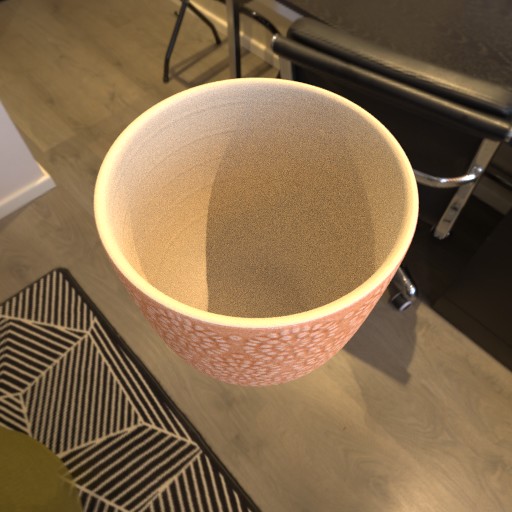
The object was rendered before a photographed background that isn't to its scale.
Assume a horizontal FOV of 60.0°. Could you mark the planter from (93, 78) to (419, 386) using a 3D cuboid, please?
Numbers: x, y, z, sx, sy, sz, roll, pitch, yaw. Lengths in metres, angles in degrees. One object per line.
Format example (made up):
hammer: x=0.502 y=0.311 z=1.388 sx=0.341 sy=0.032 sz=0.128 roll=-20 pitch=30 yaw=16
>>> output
planter: x=0.000 y=0.000 z=0.367 sx=0.208 sy=0.190 sz=0.208 roll=0 pitch=58 yaw=0
